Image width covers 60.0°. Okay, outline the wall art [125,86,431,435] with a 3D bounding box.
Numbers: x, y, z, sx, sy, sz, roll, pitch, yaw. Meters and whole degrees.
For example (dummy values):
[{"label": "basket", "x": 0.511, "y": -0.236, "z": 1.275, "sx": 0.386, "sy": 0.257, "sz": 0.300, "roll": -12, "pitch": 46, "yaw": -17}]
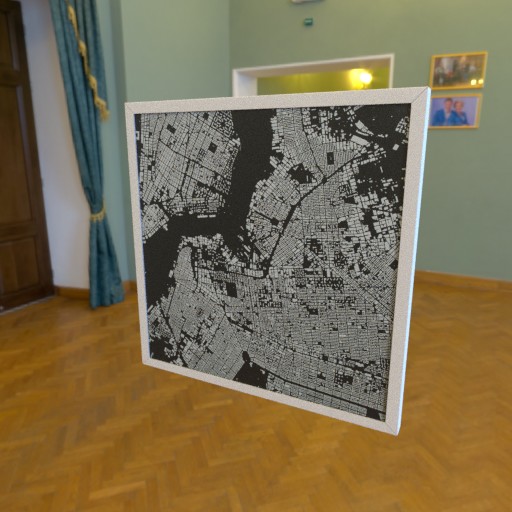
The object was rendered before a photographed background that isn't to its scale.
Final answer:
[{"label": "wall art", "x": 0.000, "y": 0.000, "z": 1.123, "sx": 0.761, "sy": 0.762, "sz": 0.050, "roll": 7, "pitch": 16, "yaw": 26}]
